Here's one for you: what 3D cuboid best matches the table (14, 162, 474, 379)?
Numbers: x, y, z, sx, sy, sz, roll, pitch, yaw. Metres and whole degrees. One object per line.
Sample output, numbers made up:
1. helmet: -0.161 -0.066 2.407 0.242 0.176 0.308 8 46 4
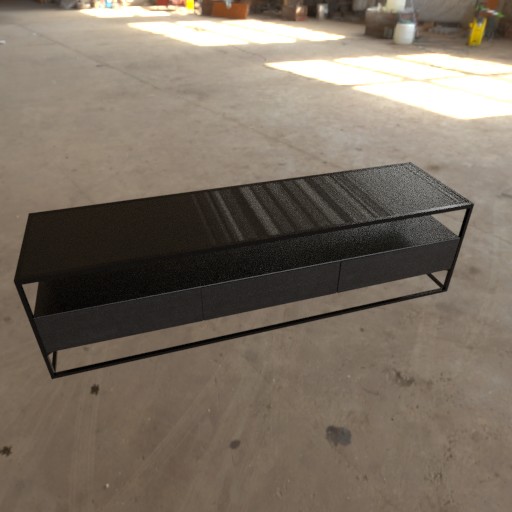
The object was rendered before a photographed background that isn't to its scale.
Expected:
1. table: 0.000 0.000 1.638 1.486 0.395 0.399 -10 36 -14
